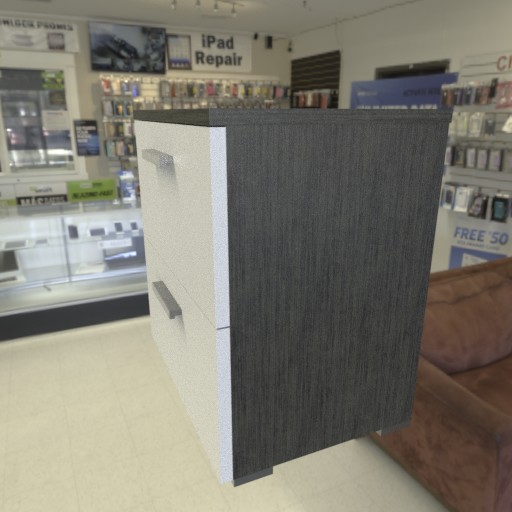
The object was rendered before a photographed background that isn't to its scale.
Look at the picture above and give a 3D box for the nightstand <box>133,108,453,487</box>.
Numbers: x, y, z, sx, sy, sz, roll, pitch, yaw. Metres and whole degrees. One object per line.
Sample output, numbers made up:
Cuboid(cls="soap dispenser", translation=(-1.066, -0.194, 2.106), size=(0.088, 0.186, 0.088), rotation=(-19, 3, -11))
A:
Cuboid(cls="nightstand", translation=(0.000, 0.000, 0.735), size=(0.325, 0.460, 0.441), rotation=(-8, 19, -23))
